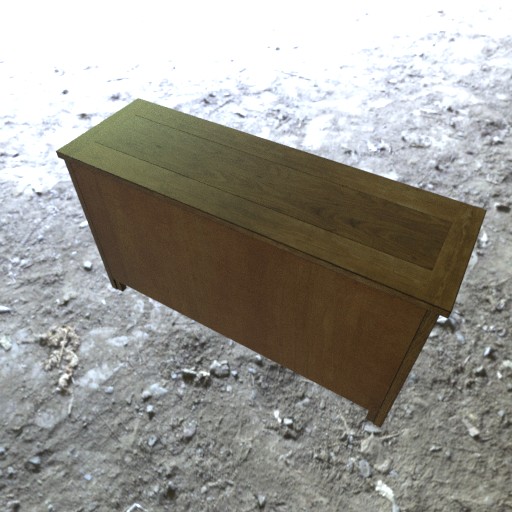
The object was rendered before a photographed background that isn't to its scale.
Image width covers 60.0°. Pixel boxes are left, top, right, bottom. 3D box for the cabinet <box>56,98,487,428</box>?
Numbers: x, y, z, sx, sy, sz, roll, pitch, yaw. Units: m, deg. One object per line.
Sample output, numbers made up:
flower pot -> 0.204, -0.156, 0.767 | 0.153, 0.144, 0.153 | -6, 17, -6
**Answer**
cabinet -> 0.000, 0.000, 1.860 | 1.474, 0.813, 0.480 | 23, 51, 20
